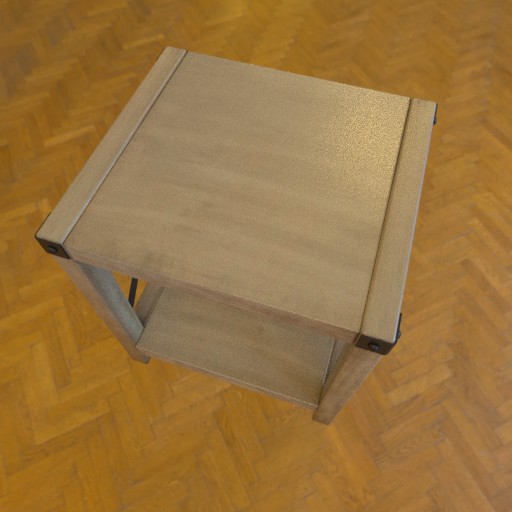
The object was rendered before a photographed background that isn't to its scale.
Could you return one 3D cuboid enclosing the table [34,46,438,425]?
[{"bbox_3d":[0.000,0.000,0.912,0.510,0.561,0.459,16,61,9],"label":"table"}]
